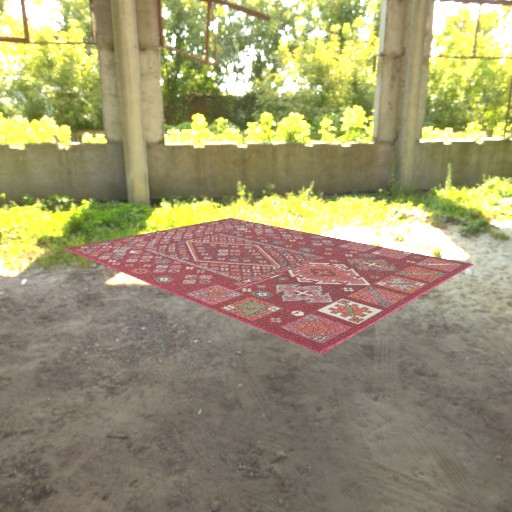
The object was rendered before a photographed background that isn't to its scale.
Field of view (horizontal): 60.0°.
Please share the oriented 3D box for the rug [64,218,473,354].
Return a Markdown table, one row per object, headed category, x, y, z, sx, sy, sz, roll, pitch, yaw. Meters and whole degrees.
| category | x | y | z | sx | sy | sz | roll | pitch | yaw |
| --- | --- | --- | --- | --- | --- | --- | --- | --- | --- |
| rug | 0.000 | 0.000 | 4.390 | 3.306 | 0.011 | 2.389 | 15 | 21 | 42 |
